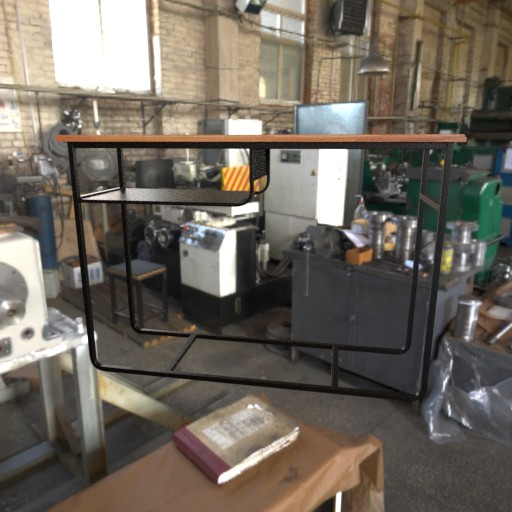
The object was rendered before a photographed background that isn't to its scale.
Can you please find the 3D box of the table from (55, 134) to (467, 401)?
[{"bbox_3d":[0.000,0.000,1.427,1.100,0.750,0.350,3,15,10],"label":"table"}]
